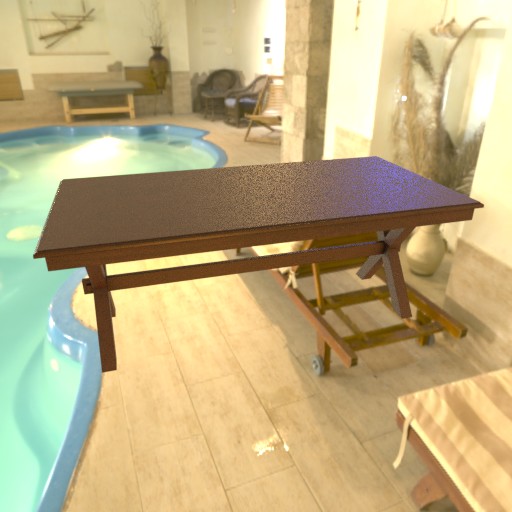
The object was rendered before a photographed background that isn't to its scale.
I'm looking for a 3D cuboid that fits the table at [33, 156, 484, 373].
[{"bbox_3d":[0.000,0.000,1.481,1.197,0.459,0.594,-7,27,-14],"label":"table"}]
